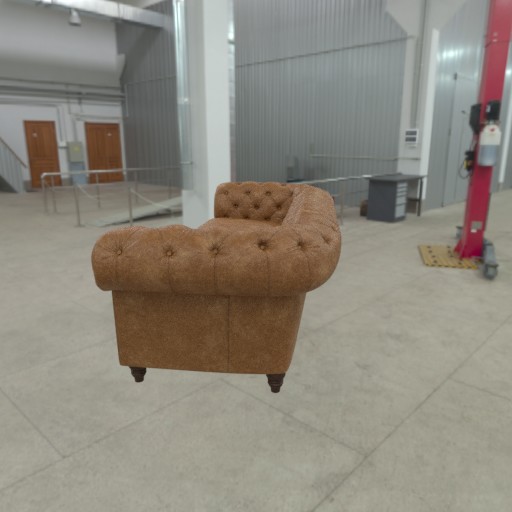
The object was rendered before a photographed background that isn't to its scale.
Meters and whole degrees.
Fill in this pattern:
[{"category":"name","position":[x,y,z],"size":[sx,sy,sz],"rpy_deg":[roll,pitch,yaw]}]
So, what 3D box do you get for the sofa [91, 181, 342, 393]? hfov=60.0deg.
[{"category":"sofa","position":[0.000,0.000,2.809],"size":[0.989,0.760,2.365],"rpy_deg":[2,15,8]}]
